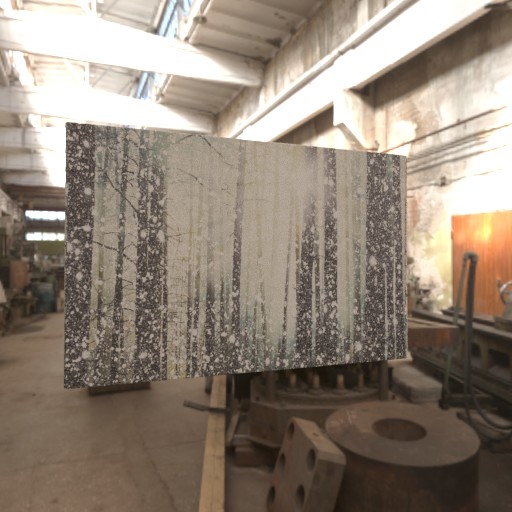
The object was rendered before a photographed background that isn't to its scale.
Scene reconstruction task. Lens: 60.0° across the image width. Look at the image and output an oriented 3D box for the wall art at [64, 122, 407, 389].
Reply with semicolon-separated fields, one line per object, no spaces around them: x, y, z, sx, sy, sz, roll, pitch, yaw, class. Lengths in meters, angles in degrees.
0.000;0.000;0.781;0.618;0.398;0.042;0;-1;-20;wall art
